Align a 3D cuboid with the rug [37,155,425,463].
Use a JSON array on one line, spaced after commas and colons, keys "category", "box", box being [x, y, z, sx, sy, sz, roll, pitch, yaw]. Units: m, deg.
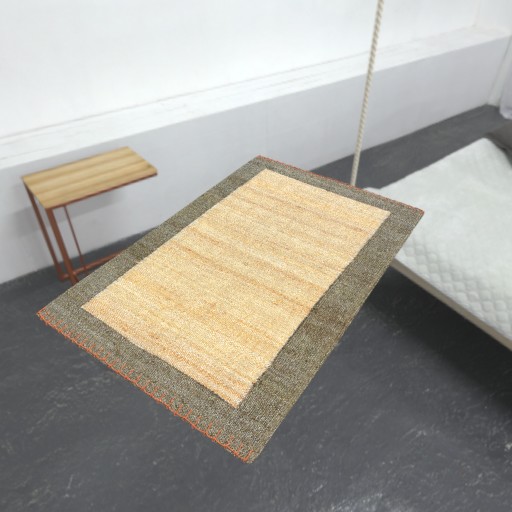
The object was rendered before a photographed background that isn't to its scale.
[{"category": "rug", "box": [0.000, 0.000, 2.338, 1.220, 0.019, 1.838, 24, 47, 25]}]
